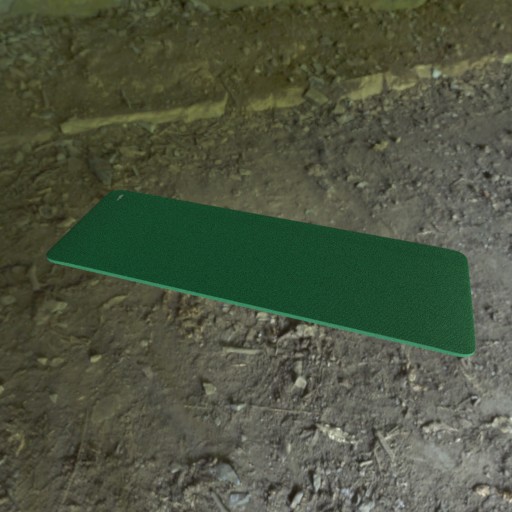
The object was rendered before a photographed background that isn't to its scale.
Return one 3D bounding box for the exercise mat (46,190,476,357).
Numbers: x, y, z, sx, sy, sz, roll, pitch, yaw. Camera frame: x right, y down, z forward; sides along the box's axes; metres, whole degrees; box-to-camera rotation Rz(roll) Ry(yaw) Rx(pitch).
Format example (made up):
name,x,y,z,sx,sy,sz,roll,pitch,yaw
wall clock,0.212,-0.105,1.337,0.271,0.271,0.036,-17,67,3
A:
name,x,y,z,sx,sy,sz,roll,pitch,yaw
exercise mat,0.000,0.000,2.039,1.869,0.021,0.616,11,42,13
